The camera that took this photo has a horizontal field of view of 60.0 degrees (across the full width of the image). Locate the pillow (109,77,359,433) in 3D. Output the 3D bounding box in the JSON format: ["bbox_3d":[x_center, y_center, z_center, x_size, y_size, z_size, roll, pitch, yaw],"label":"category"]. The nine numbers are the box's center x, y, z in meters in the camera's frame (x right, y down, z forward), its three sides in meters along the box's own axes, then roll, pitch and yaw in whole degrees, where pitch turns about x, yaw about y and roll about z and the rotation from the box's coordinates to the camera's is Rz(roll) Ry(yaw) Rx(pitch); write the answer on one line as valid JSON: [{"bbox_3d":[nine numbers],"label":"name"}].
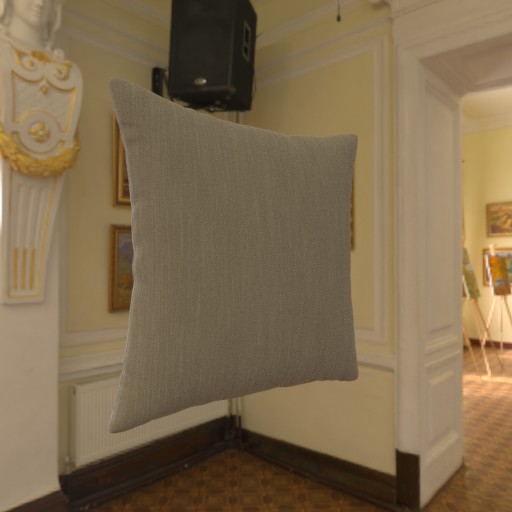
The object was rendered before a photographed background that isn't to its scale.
[{"bbox_3d":[0.000,0.000,0.775,0.511,0.509,0.161,0,-1,-35],"label":"pillow"}]
